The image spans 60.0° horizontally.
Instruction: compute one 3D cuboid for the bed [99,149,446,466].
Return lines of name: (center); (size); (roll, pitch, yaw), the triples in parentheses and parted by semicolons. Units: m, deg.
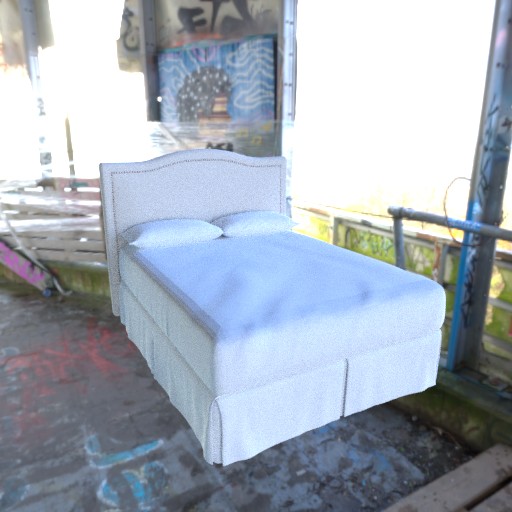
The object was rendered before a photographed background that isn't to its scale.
bed: (0.000, 0.000, 3.253); (1.753, 1.460, 2.143); (-9, 18, -28)
